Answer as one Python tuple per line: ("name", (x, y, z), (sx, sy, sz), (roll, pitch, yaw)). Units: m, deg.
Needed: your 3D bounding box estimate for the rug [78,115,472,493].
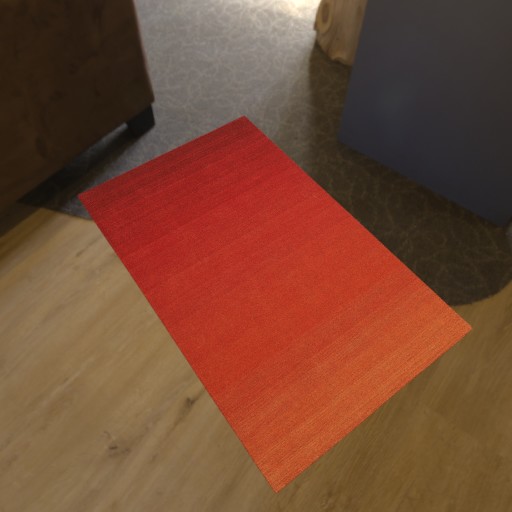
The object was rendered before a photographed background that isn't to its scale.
("rug", (0.000, 0.000, 3.021), (1.531, 0.010, 2.442), (-31, 62, -19))
